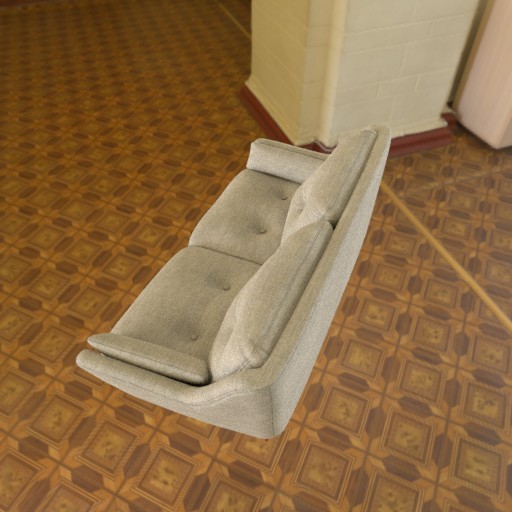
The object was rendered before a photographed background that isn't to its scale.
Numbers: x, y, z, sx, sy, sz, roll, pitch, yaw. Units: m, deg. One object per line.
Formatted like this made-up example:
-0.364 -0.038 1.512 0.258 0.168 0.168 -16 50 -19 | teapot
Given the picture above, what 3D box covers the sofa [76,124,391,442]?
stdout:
0.000 0.000 2.439 0.976 0.897 1.930 18 49 17 | sofa
